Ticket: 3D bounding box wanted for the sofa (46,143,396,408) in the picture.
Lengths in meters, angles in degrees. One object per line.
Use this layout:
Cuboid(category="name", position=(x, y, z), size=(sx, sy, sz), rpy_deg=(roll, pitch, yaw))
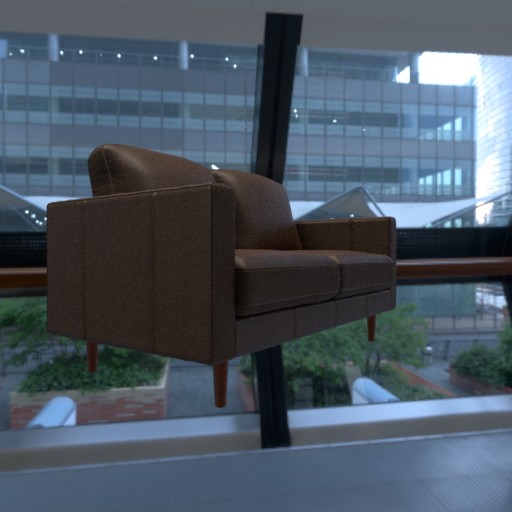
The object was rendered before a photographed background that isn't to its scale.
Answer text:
Cuboid(category="sofa", position=(0.000, 0.000, 2.123), size=(0.909, 0.951, 1.578), rpy_deg=(0, 1, 36))
